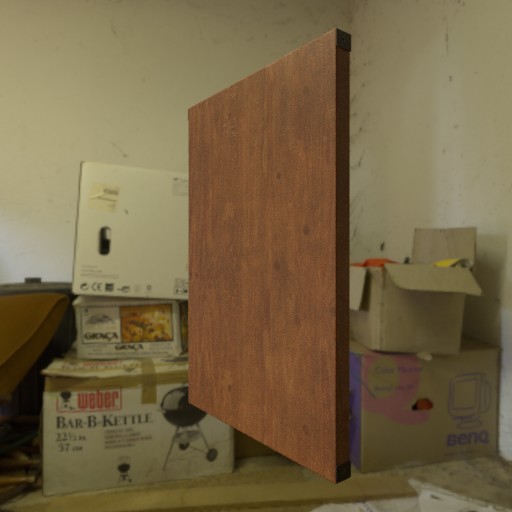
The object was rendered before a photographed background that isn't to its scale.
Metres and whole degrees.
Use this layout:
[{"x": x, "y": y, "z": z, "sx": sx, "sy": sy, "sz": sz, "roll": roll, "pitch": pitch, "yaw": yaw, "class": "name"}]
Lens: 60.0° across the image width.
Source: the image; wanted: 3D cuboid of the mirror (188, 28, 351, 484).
[{"x": 0.000, "y": 0.000, "z": 0.957, "sx": 0.053, "sy": 0.761, "sz": 0.517, "roll": 0, "pitch": 0, "yaw": -37, "class": "mirror"}]
